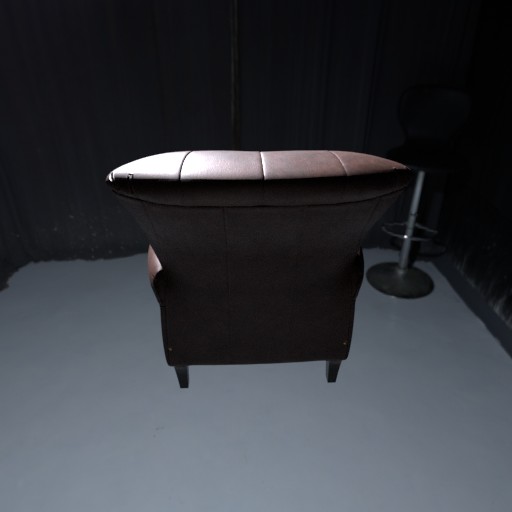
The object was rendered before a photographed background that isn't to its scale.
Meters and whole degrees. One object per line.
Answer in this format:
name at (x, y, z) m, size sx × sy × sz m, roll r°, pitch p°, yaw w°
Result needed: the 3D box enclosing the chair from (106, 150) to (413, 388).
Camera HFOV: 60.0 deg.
chair at (0.000, 0.000, 1.971) m, size 0.979 × 1.162 × 1.031 m, roll -1°, pitch 31°, yaw -2°
